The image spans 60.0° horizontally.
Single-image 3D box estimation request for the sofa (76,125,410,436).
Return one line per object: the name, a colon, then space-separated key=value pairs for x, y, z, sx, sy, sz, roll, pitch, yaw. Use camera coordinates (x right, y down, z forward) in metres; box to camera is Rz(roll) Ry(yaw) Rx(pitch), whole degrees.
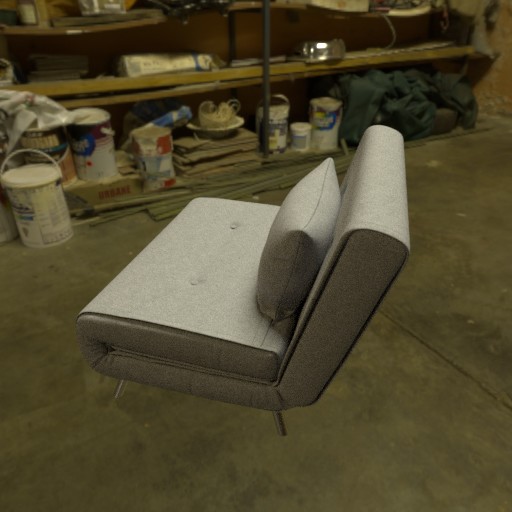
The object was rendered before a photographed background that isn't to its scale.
sofa: x=0.000 y=0.000 z=1.718 sx=1.000 sy=0.825 sz=1.020 roll=8 pitch=31 yaw=13
